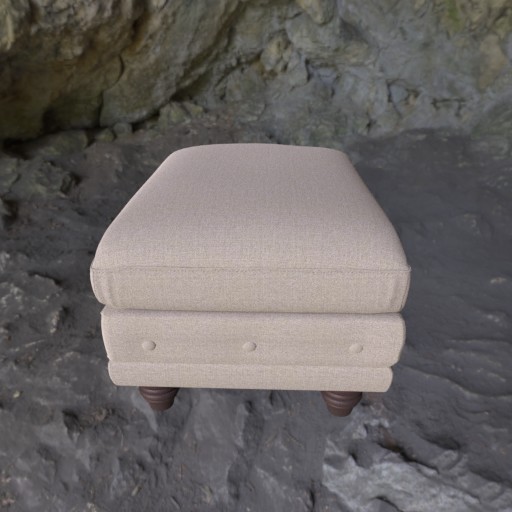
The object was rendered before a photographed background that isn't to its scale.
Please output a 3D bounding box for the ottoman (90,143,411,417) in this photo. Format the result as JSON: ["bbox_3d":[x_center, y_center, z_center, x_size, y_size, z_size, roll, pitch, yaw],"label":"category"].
[{"bbox_3d":[0.000,0.000,1.060,0.541,0.463,0.684,1,26,2],"label":"ottoman"}]
